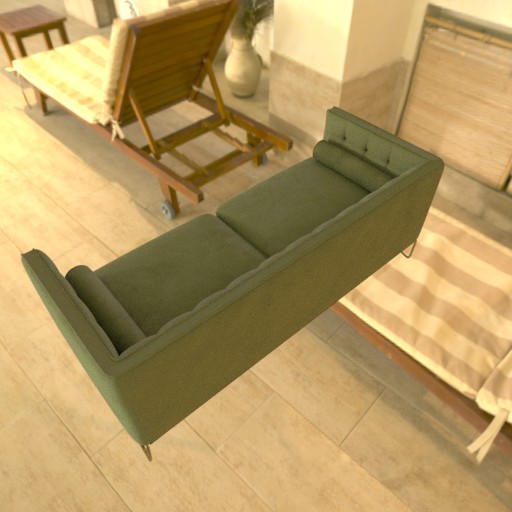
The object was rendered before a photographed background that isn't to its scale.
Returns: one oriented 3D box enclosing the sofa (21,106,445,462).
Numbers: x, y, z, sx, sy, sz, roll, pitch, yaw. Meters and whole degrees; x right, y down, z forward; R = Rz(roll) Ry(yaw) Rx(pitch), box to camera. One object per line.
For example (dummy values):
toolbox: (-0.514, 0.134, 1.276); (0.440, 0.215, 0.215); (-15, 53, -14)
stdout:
sofa: (0.000, 0.000, 2.474); (2.087, 0.789, 0.867); (-32, 54, -27)
